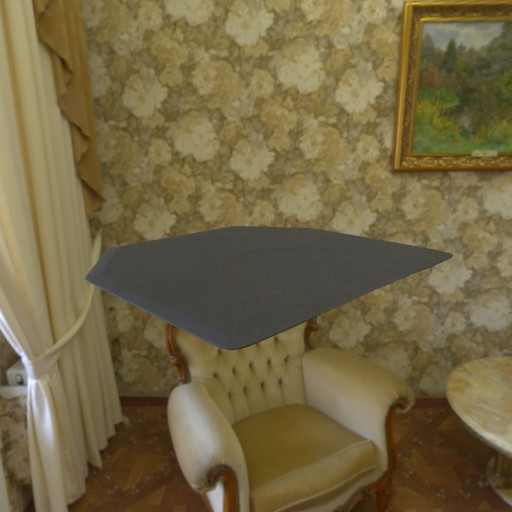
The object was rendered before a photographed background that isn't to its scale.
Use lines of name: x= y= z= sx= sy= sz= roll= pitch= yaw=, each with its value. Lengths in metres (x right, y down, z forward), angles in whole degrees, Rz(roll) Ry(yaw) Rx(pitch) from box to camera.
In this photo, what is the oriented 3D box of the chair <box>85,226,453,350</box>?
chair: x=0.000 y=0.000 z=1.967 sx=1.372 sy=0.024 sz=1.219 roll=-14 pitch=20 yaw=-43
